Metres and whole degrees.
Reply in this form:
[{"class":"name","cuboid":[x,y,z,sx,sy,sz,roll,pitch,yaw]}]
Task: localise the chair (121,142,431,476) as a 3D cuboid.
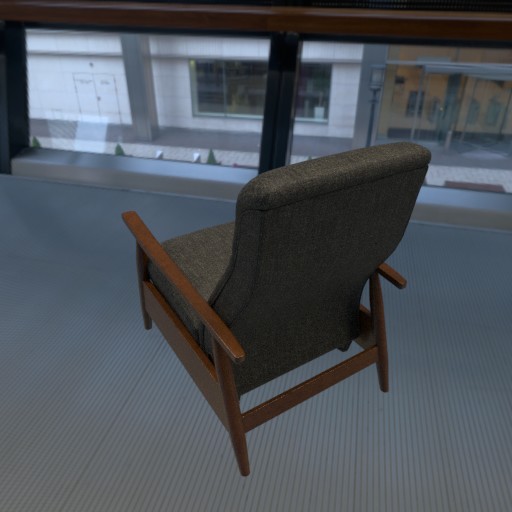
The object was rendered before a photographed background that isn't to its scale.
[{"class":"chair","cuboid":[0.000,0.000,1.796,0.762,1.082,1.014,-18,35,-28]}]
